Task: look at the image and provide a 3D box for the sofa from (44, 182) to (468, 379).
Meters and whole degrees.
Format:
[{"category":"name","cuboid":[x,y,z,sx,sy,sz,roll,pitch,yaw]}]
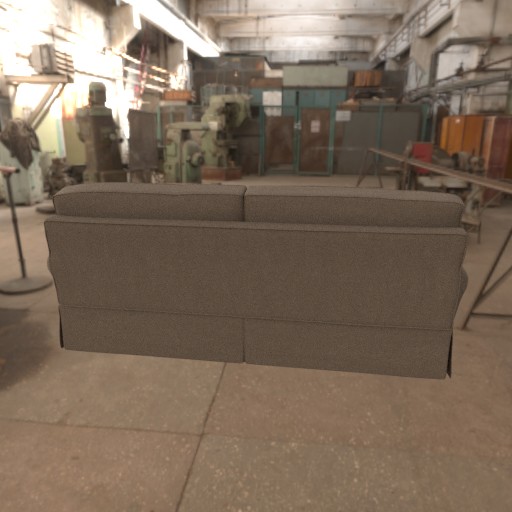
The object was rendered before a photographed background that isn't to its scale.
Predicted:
[{"category":"sofa","cuboid":[0.000,0.000,2.717,2.248,0.943,0.991,2,16,8]}]
